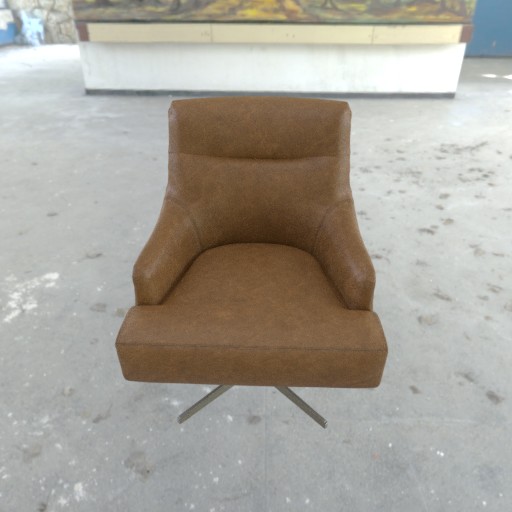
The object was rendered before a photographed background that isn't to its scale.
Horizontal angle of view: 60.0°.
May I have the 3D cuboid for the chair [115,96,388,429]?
[{"bbox_3d":[0.000,0.000,1.486,0.729,0.869,0.874,1,31,2],"label":"chair"}]
